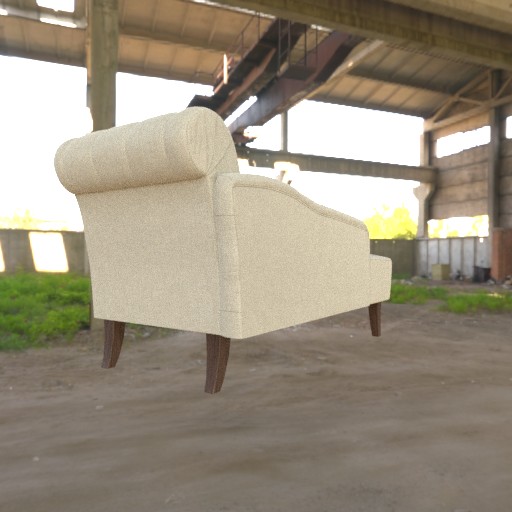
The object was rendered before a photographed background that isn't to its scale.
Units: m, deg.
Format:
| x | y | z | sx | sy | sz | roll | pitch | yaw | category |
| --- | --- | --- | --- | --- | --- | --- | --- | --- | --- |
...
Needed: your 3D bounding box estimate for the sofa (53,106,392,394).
| x | y | z | sx | sy | sz | roll | pitch | yaw | category |
| --- | --- | --- | --- | --- | --- | --- | --- | --- | --- |
| 0.000 | 0.000 | 1.789 | 0.675 | 0.787 | 1.379 | 0 | 0 | 35 | sofa |
